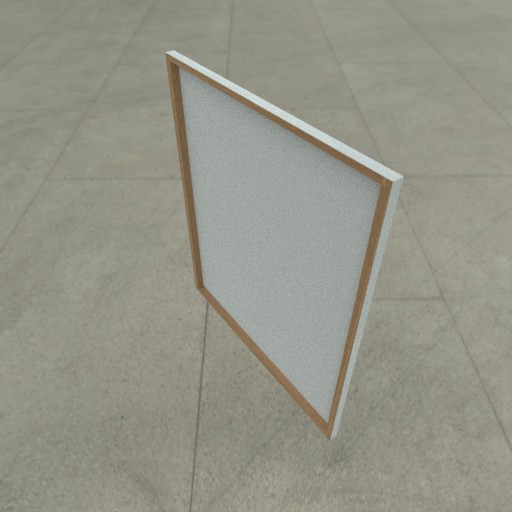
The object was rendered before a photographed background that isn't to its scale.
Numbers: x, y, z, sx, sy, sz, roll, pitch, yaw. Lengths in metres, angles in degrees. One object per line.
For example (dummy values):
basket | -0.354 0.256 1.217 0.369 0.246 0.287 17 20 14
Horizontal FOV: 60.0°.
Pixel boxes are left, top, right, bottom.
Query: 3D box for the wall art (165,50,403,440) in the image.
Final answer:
wall art | 0.000 0.000 0.983 0.021 0.710 0.609 -26 48 -26
